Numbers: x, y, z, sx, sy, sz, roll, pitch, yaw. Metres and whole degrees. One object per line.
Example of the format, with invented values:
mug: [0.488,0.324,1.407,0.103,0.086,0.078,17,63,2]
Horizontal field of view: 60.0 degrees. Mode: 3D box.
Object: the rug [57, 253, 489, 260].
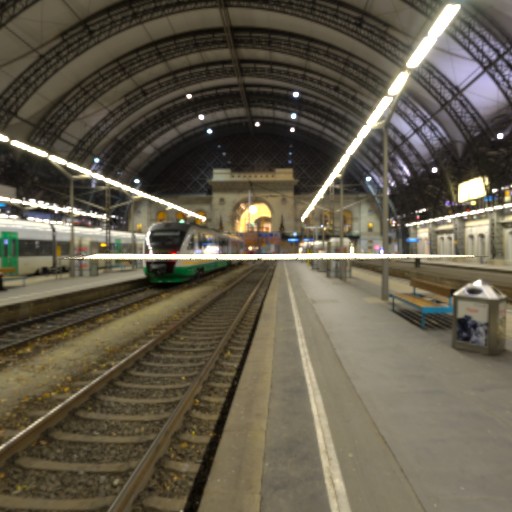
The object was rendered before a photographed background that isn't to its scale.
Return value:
rug: [0.000,0.000,4.211,3.221,0.026,2.342,0,1,-18]
